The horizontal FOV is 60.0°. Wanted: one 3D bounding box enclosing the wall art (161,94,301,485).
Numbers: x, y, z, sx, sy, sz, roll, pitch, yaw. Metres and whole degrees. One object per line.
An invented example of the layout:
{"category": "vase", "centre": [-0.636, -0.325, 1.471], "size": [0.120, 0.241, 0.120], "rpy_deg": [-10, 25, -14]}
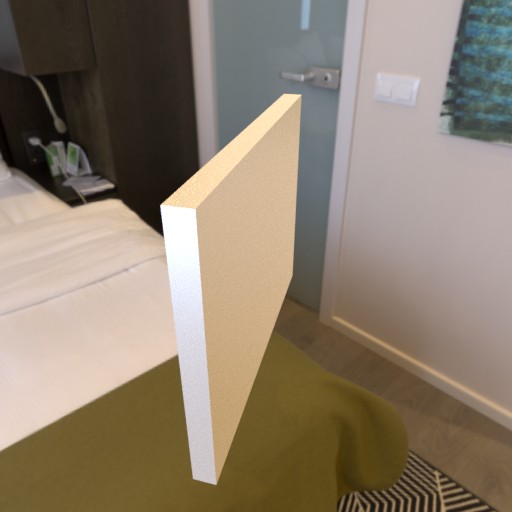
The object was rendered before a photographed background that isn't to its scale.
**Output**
{"category": "wall art", "centre": [0.000, 0.000, 1.421], "size": [0.066, 0.801, 1.056], "rpy_deg": [8, 31, 13]}
